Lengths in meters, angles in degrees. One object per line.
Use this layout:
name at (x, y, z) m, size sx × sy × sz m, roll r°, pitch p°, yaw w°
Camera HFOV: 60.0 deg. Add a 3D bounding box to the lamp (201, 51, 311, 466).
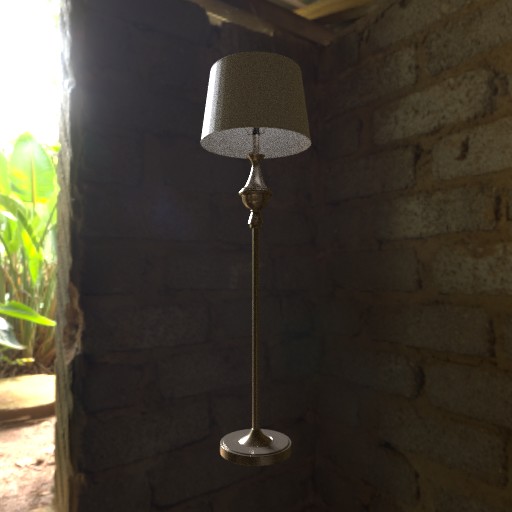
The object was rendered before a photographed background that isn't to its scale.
lamp at (0.000, 0.000, 1.719) m, size 0.431 × 1.488 × 0.431 m, roll 0°, pitch -2°, yaw 0°
